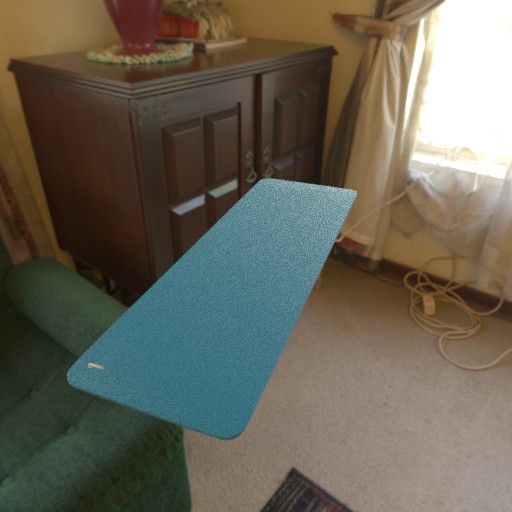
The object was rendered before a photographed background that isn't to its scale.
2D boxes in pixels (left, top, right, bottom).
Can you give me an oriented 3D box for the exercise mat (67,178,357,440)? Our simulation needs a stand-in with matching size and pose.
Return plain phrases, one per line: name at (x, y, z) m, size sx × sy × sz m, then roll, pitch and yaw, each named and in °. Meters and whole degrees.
exercise mat at (0.000, 0.000, 2.043) m, size 0.616 × 0.021 × 1.869 m, roll 11°, pitch 33°, yaw 18°
